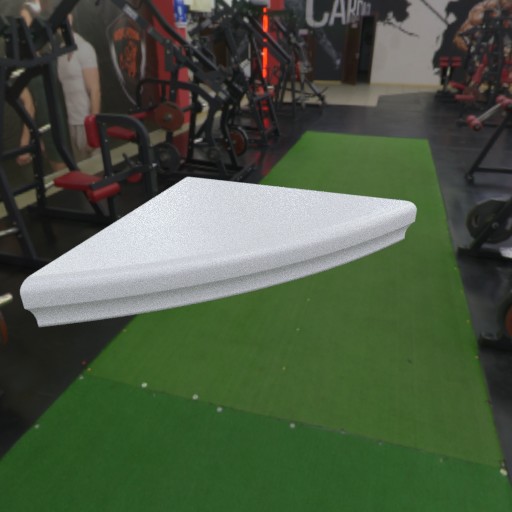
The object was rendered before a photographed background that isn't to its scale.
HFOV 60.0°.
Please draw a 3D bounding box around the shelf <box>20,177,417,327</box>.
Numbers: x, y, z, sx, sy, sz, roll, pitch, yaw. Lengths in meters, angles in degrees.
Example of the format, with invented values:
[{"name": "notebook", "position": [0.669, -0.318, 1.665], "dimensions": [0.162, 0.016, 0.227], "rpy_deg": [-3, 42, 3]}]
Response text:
[{"name": "shelf", "position": [0.000, 0.000, 0.462], "dimensions": [0.310, 0.050, 0.310], "rpy_deg": [9, 29, 17]}]
